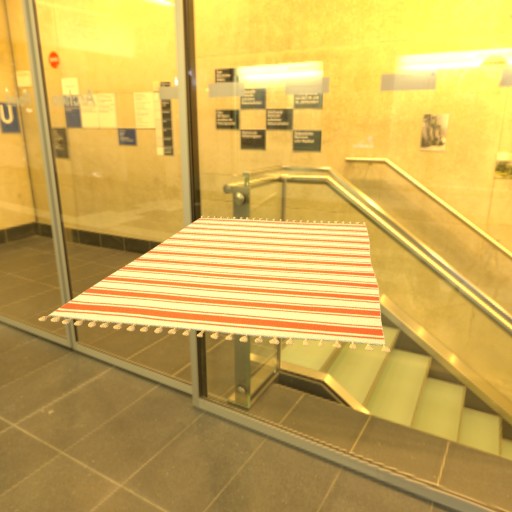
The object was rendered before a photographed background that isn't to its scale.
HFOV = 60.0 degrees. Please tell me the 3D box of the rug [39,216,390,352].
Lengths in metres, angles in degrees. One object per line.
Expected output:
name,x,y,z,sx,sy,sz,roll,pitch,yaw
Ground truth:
rug,0.000,0.000,3.010,1.556,0.022,2.433,3,17,11
